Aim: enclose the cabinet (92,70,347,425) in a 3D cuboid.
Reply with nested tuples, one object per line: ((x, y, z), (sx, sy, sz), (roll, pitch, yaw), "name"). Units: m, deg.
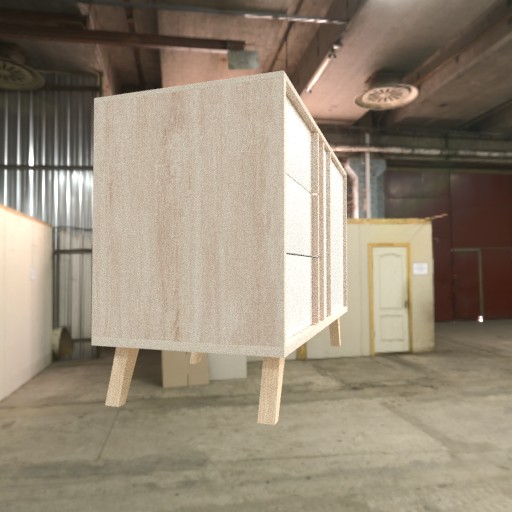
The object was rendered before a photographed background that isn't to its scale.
((0.000, 0.000, 1.567), (0.500, 0.780, 1.110), (-1, -2, 18), "cabinet")
